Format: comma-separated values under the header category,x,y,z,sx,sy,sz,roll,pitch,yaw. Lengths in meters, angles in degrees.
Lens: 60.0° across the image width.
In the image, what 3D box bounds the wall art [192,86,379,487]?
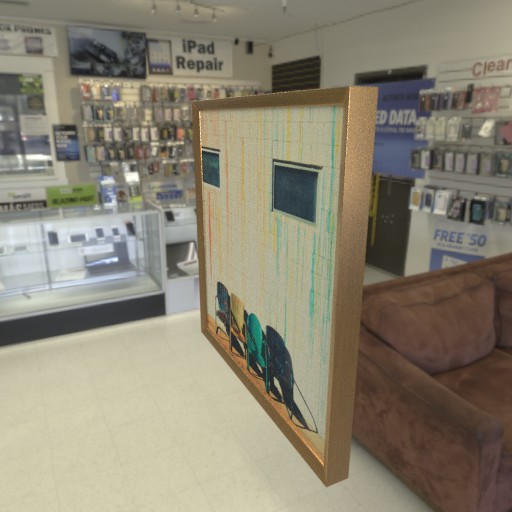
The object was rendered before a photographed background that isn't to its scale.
category,x,y,z,sx,sy,sz,roll,pitch,yaw
wall art,0.000,0.000,0.744,0.037,0.505,0.505,-8,19,-25
